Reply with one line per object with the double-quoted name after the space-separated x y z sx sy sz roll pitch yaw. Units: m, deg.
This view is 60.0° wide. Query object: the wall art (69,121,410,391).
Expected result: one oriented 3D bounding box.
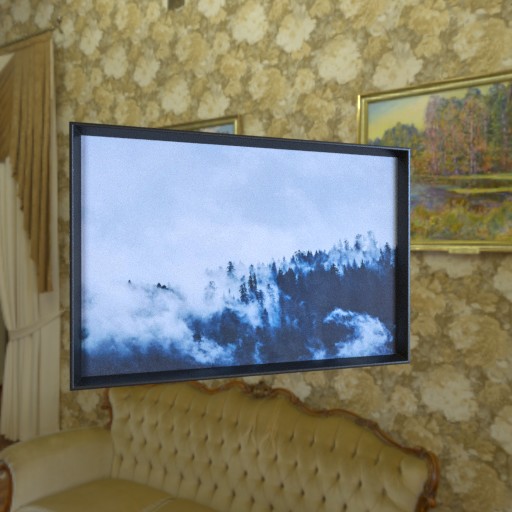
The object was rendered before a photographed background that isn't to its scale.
0.000 0.000 1.211 0.939 0.640 0.058 0 0 -16 "wall art"
